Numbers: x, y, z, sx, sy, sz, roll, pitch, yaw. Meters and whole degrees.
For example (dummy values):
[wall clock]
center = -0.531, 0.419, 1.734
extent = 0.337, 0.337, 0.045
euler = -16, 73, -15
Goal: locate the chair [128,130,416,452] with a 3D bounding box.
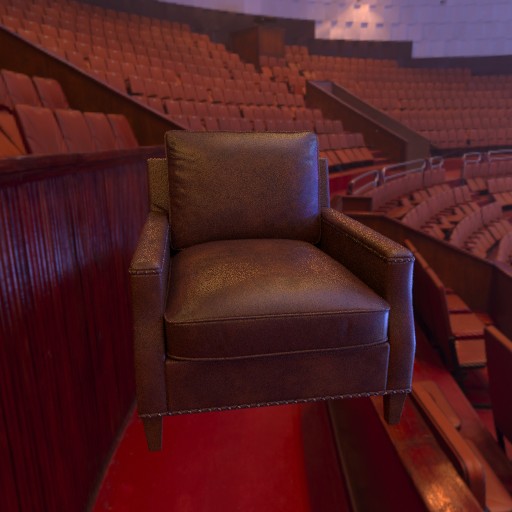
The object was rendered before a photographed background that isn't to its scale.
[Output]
[chair]
center = 0.000, 0.000, 1.698
extent = 0.853, 0.929, 1.014
euler = -3, 16, -9
